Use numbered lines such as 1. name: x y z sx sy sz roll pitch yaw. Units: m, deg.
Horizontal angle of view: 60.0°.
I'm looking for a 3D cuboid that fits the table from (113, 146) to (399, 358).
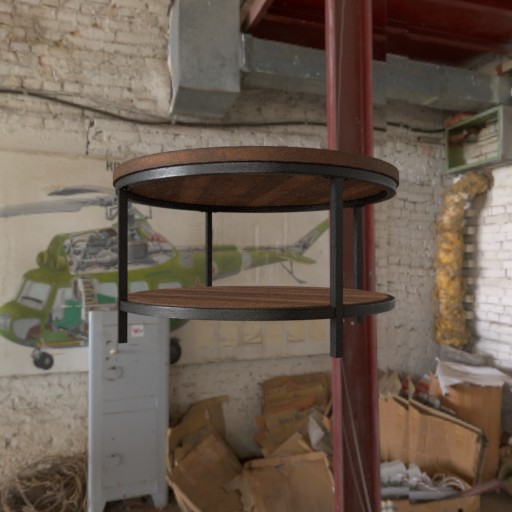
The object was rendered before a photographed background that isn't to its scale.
1. table: 0.000 0.000 1.359 0.837 0.462 0.837 0 0 0
